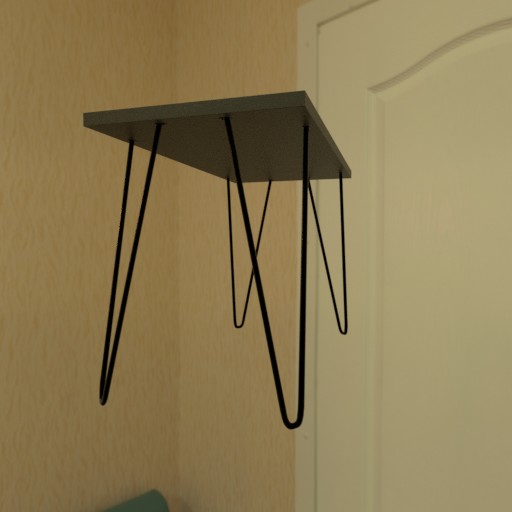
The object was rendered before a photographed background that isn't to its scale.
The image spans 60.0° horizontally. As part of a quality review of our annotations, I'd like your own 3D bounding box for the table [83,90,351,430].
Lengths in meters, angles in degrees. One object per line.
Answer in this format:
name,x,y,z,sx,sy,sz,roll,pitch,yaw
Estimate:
table,0.000,0.000,1.394,0.499,0.660,0.991,1,2,17
